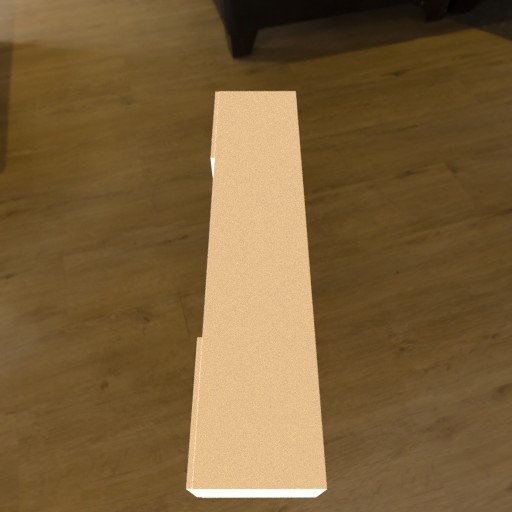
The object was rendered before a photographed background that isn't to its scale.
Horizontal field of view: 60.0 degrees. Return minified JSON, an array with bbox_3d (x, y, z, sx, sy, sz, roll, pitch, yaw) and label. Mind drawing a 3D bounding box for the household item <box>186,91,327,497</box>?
[{"bbox_3d":[0.000,0.000,1.950,0.420,0.310,1.850,0,57,0],"label":"household item"}]
